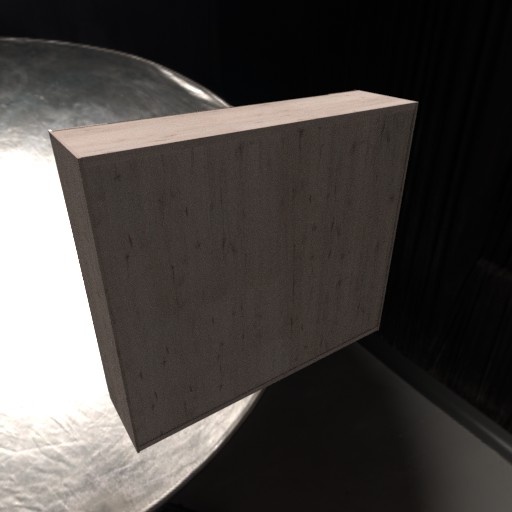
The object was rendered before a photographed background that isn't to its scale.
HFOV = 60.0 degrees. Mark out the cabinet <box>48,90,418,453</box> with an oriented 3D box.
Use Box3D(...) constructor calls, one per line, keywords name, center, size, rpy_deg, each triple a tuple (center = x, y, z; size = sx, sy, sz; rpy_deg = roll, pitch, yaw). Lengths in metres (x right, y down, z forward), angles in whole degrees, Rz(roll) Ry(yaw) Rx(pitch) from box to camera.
Box3D(name="cabinet", center=(0.000, 0.000, 3.504), size=(2.500, 2.180, 0.660), rpy_deg=(-18, 34, -29))
